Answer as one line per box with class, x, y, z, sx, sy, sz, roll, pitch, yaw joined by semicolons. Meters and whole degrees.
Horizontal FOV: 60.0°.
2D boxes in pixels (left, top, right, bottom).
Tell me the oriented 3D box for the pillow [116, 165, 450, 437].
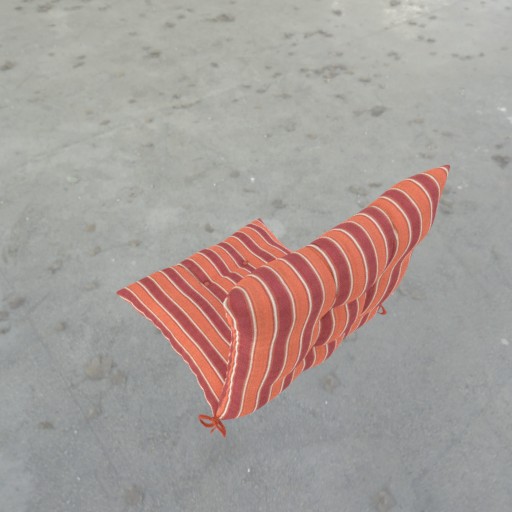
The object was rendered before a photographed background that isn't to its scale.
pillow;0.000;0.000;1.002;0.541;0.536;0.585;-30;53;-26
